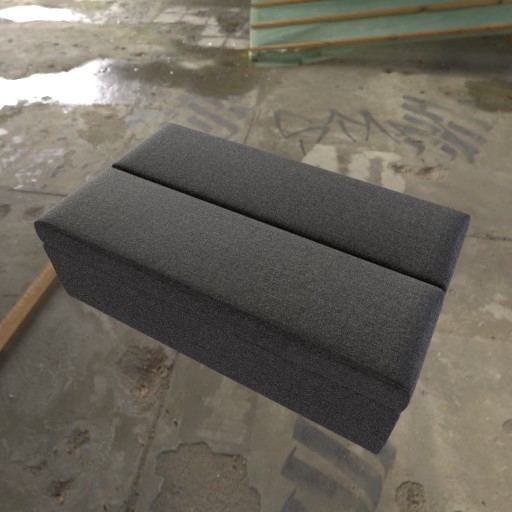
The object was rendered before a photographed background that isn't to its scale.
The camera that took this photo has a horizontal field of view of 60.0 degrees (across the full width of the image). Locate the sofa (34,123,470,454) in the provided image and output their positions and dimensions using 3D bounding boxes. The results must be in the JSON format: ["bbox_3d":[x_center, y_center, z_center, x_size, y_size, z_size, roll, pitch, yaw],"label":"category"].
[{"bbox_3d":[0.000,0.000,1.550,1.198,0.417,0.782,22,50,20],"label":"sofa"}]
